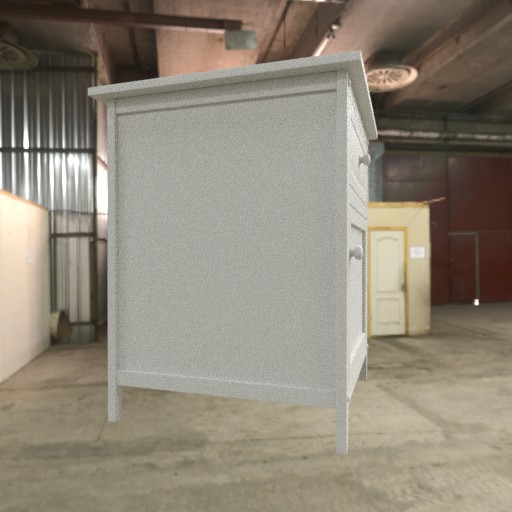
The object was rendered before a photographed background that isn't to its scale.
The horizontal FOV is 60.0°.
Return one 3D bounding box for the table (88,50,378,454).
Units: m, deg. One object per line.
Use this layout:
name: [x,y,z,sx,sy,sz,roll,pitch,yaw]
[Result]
table: [0.000,0.000,0.756,0.381,0.483,0.381,0,0,18]
